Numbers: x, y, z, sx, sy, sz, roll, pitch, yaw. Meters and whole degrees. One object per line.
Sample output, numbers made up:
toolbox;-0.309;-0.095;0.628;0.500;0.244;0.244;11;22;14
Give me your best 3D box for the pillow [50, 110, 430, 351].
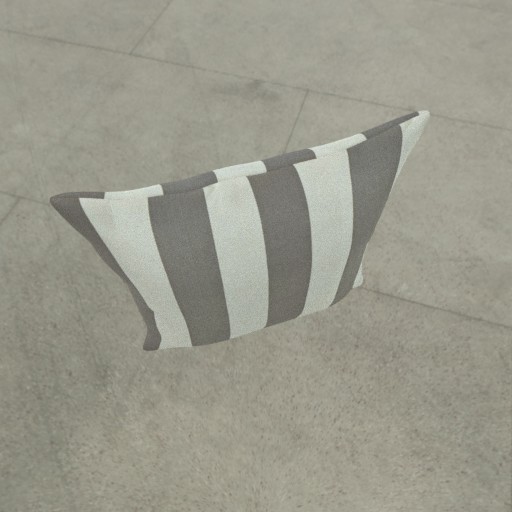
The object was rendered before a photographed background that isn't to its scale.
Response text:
pillow;0.000;0.000;0.788;0.522;0.507;0.192;-15;59;-9
